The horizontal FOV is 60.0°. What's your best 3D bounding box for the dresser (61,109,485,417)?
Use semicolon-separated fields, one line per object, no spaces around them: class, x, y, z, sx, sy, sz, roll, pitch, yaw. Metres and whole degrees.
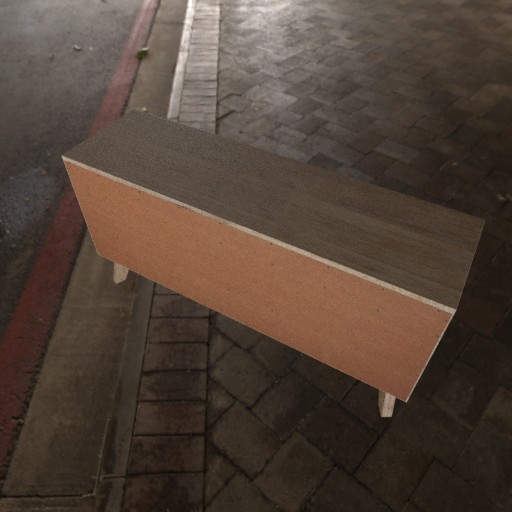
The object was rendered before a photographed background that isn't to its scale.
dresser;0.000;0.000;1.985;1.602;0.788;0.455;22;50;20
